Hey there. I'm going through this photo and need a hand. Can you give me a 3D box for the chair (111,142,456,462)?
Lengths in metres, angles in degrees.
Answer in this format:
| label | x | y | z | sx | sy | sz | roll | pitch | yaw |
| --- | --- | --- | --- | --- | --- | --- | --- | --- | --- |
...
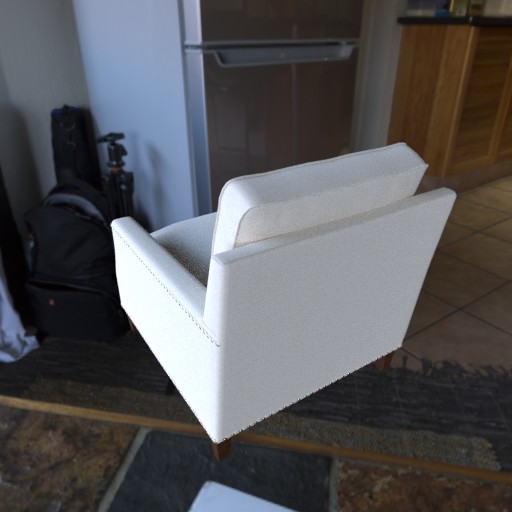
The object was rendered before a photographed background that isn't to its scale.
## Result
| label | x | y | z | sx | sy | sz | roll | pitch | yaw |
| --- | --- | --- | --- | --- | --- | --- | --- | --- | --- |
| chair | 0.000 | 0.000 | 1.704 | 0.853 | 0.943 | 1.014 | -17 | 33 | -29 |
